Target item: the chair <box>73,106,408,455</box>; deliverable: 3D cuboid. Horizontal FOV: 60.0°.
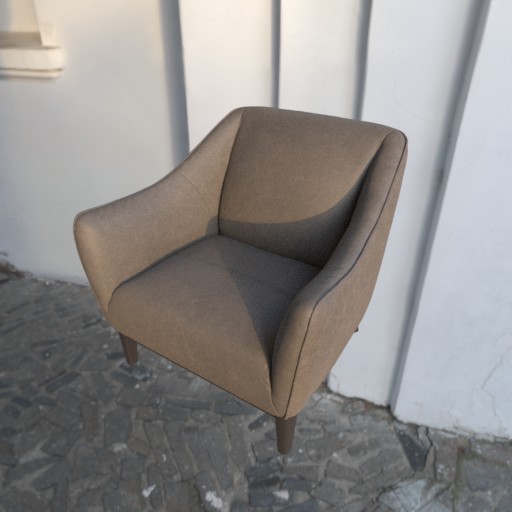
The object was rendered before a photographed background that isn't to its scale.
[{"bbox_3d":[0.000,0.000,1.566,0.871,0.830,0.852,19,36,29],"label":"chair"}]
